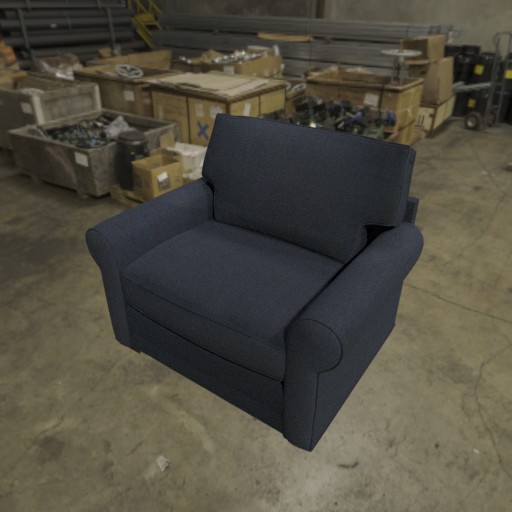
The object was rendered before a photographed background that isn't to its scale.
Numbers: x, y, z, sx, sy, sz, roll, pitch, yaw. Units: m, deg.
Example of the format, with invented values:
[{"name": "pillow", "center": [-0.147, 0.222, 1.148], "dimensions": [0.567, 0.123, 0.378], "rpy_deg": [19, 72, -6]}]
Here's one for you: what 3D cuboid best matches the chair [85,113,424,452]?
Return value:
[{"name": "chair", "center": [0.000, 0.000, 2.041], "dimensions": [1.285, 1.044, 0.963], "rpy_deg": [20, 36, 30]}]
